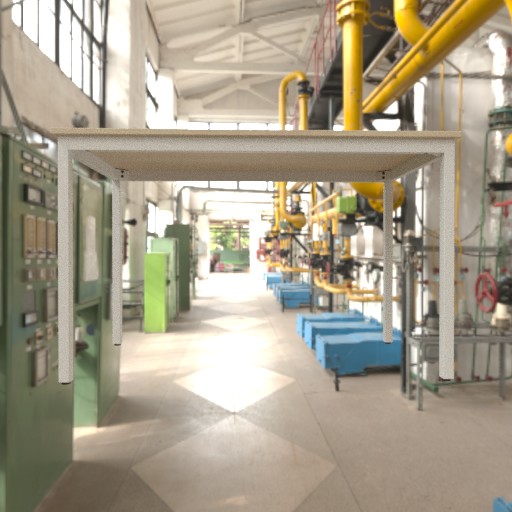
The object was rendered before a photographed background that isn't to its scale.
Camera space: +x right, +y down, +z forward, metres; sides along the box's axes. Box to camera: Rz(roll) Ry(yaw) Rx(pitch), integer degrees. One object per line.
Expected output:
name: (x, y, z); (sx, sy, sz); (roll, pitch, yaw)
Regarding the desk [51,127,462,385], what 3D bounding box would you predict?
desk: (0.000, 0.000, 1.596); (1.200, 0.750, 0.600); (0, 1, -2)
